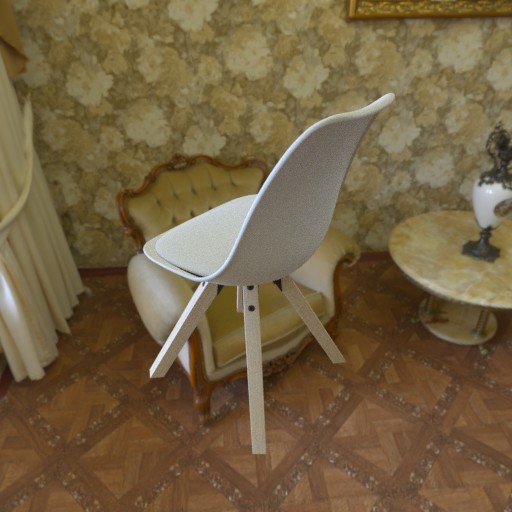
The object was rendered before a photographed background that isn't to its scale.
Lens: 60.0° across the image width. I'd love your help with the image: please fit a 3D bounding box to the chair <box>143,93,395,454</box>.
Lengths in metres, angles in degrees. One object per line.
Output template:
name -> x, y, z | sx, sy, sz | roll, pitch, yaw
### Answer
chair -> 0.000, 0.000, 1.159 | 0.550, 0.850, 0.485 | 23, 39, 32
